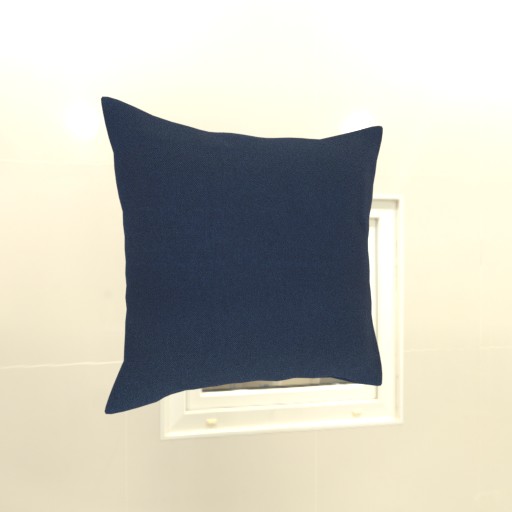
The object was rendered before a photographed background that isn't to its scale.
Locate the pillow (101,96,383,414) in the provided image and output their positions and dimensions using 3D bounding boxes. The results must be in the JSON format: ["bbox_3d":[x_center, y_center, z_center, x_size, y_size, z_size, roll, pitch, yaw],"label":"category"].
[{"bbox_3d":[0.000,0.000,0.703,0.463,0.454,0.173,0,0,-18],"label":"pillow"}]
